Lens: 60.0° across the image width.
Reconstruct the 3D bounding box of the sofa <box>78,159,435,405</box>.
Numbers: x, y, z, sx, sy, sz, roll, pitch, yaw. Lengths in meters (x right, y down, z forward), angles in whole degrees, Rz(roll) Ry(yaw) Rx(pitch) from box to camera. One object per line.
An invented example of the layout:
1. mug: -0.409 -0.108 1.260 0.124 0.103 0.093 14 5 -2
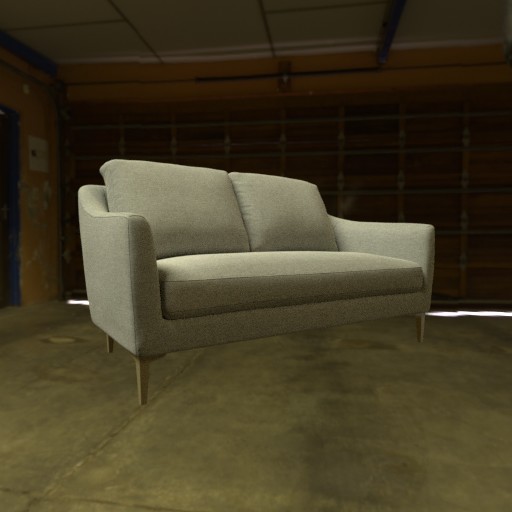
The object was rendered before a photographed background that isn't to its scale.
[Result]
1. sofa: 0.000 0.000 2.189 1.619 0.904 0.960 -1 2 -36
